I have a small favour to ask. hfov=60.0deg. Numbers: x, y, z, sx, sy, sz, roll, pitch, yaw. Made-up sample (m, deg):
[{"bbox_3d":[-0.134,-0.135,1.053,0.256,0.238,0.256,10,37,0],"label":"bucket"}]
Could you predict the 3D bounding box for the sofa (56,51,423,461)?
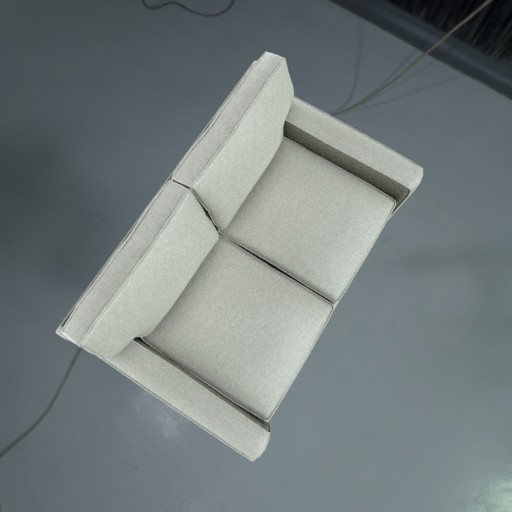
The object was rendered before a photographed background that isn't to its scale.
[{"bbox_3d":[0.000,0.000,2.061,0.940,0.853,1.484,31,78,8],"label":"sofa"}]
